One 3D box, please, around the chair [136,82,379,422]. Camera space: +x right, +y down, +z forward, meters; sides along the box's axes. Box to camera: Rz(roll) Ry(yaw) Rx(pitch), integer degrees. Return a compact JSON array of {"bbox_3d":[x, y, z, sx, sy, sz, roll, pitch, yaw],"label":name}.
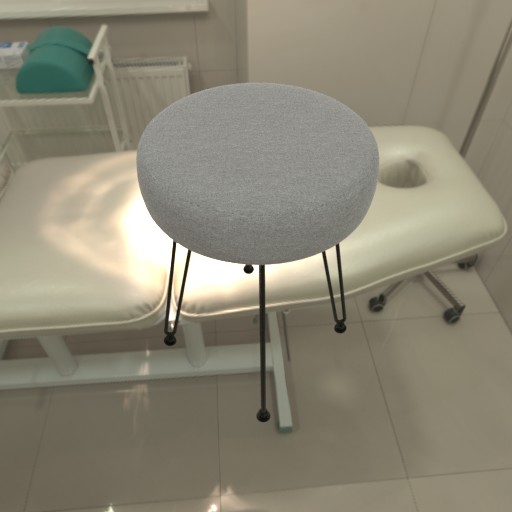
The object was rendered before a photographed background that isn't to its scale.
[{"bbox_3d":[0.000,0.000,0.691,0.350,0.440,0.350,-4,47,-3],"label":"chair"}]
